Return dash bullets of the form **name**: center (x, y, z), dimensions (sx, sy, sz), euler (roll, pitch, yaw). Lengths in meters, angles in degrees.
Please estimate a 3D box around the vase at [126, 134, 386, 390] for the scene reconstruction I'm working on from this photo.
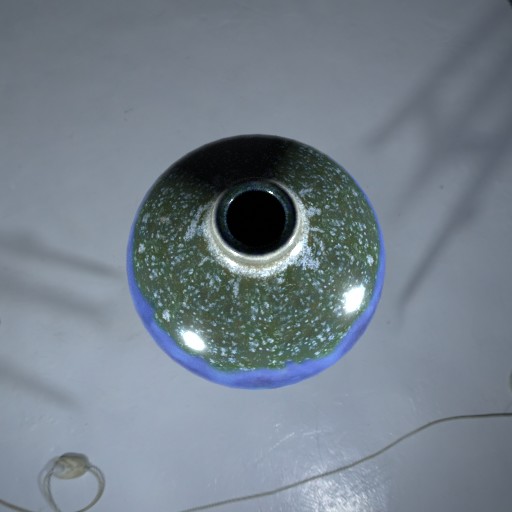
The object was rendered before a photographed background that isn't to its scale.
- **vase**: center (0.000, 0.000, 0.264), dimensions (0.154, 0.133, 0.154), euler (0, 74, 0)
